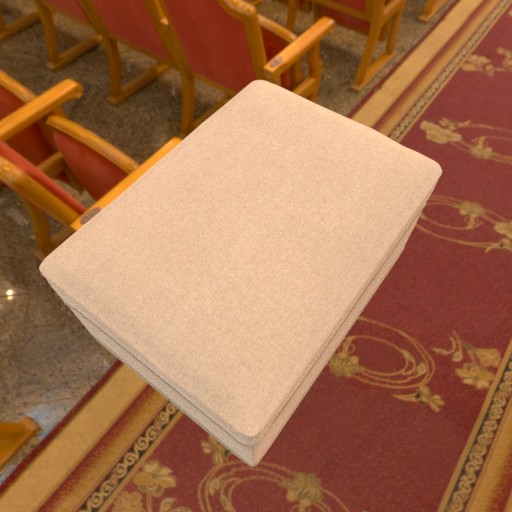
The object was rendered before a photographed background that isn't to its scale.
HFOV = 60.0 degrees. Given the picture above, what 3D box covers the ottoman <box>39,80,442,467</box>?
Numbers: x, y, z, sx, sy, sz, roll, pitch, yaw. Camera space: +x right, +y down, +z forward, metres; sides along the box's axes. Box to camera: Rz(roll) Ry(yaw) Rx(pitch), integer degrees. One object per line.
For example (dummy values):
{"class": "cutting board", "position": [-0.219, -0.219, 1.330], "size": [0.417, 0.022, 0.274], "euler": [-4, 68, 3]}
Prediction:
{"class": "ottoman", "position": [0.000, 0.000, 1.234], "size": [0.617, 0.503, 0.846], "euler": [32, 64, 18]}
